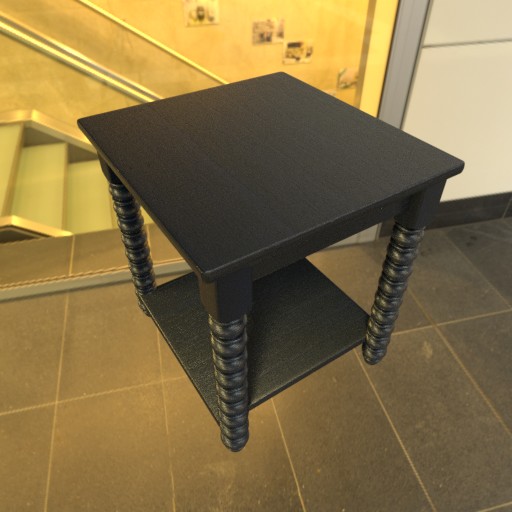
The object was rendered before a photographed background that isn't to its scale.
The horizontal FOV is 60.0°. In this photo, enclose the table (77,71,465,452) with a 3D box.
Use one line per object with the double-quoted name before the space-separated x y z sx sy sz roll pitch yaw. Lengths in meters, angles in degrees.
"table" 0.000 0.000 0.992 0.500 0.567 0.533 -23 46 -24
